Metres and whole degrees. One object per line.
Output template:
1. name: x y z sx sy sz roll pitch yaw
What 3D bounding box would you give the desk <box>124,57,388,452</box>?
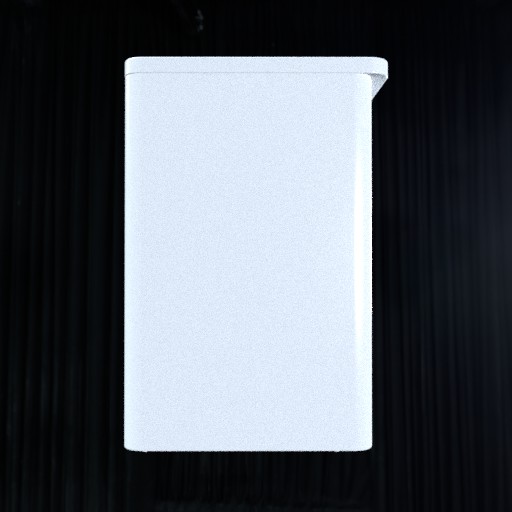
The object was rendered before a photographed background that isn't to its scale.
1. desk: 0.000 0.000 1.274 0.549 0.800 0.762 0 0 0
